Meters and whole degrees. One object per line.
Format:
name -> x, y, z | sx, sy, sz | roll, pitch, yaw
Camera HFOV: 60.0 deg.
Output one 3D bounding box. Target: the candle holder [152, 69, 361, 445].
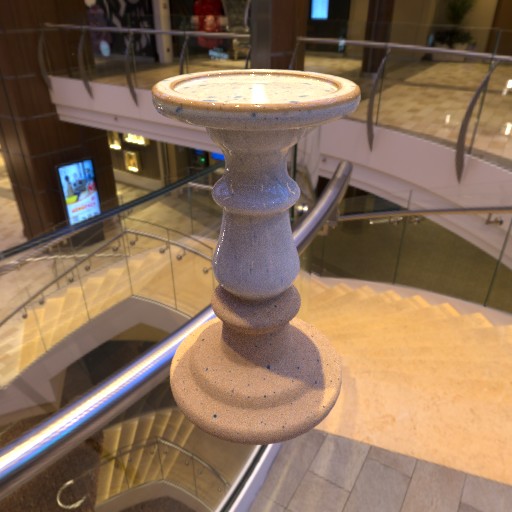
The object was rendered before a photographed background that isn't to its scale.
candle holder -> 0.000, 0.000, 0.274 | 0.123, 0.202, 0.123 | 0, 30, 0
